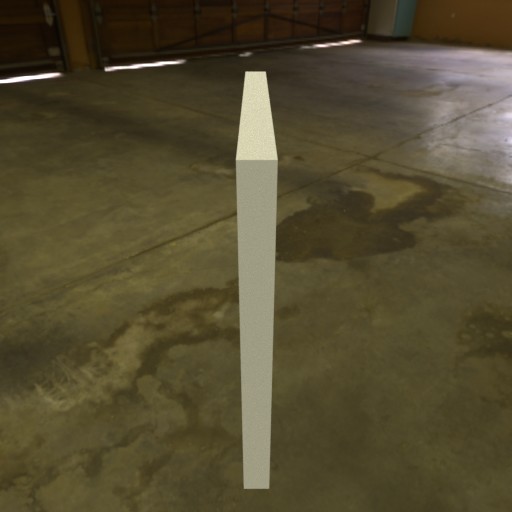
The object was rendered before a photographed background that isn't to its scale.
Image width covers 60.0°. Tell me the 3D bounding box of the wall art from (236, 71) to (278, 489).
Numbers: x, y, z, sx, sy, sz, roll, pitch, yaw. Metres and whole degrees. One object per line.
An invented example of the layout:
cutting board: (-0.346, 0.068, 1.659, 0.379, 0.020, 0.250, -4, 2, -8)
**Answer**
wall art: (0.000, 0.000, 0.748, 0.038, 0.506, 0.506, 0, 31, 0)
